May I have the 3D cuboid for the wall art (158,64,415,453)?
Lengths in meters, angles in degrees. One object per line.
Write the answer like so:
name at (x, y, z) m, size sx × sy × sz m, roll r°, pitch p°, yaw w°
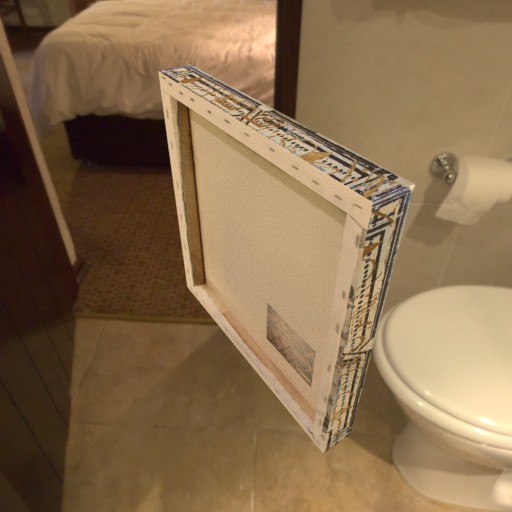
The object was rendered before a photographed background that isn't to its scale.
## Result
wall art at (0.000, 0.000, 0.464) m, size 0.038 × 0.306 × 0.302 m, roll -23°, pitch 45°, yaw -26°
